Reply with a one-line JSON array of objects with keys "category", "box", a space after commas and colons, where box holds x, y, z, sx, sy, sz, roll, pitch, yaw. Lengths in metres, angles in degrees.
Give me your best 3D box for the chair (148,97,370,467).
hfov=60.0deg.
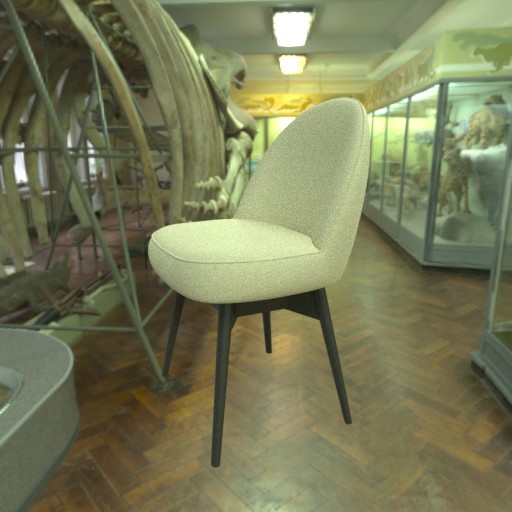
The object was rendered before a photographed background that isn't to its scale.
[{"category": "chair", "box": [0.000, 0.000, 1.208, 0.540, 0.838, 0.532, -7, 15, -25]}]
